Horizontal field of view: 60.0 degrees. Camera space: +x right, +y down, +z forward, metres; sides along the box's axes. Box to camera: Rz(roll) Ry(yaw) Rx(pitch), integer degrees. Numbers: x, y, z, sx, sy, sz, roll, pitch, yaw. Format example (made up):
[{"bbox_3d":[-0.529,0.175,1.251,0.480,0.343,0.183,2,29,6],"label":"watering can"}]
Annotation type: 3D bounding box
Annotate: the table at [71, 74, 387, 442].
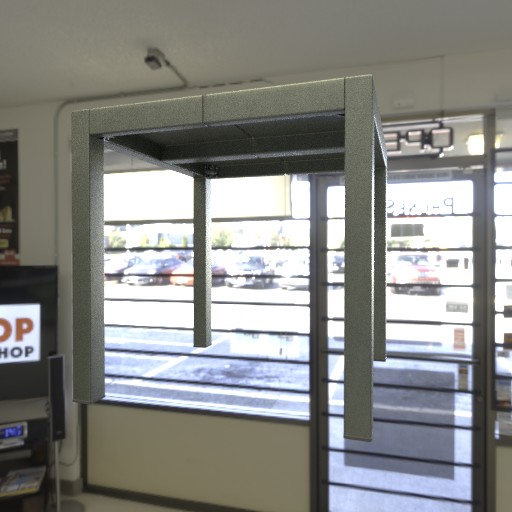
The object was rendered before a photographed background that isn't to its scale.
[{"bbox_3d":[0.000,0.000,0.930,0.508,0.508,0.508,0,1,19],"label":"table"}]
